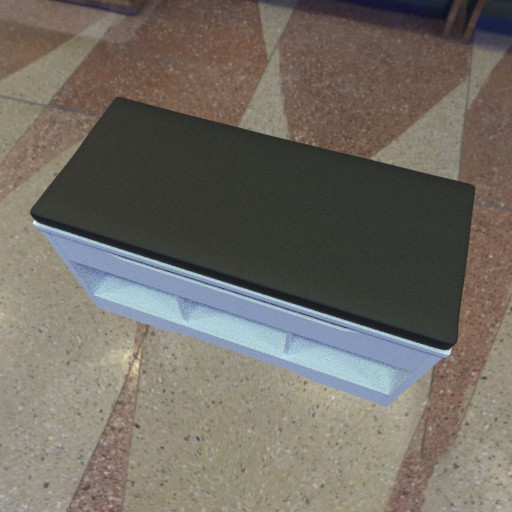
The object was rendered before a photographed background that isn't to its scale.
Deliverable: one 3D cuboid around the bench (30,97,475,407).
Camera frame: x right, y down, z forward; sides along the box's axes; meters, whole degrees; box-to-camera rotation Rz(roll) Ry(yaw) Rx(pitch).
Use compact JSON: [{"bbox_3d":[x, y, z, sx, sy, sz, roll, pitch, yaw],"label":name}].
[{"bbox_3d":[0.000,0.000,1.166,0.899,0.500,0.401,17,60,10],"label":"bench"}]
